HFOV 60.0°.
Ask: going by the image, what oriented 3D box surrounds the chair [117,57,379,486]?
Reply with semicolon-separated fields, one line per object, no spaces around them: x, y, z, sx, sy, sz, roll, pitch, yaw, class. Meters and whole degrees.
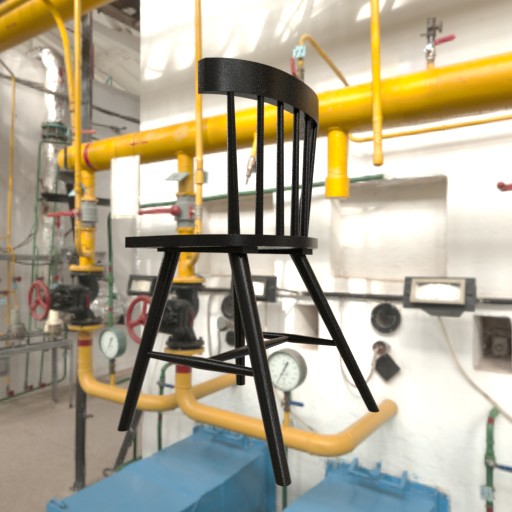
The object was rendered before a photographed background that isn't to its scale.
0.000;0.000;1.147;0.483;0.844;0.506;0;-1;35;chair
